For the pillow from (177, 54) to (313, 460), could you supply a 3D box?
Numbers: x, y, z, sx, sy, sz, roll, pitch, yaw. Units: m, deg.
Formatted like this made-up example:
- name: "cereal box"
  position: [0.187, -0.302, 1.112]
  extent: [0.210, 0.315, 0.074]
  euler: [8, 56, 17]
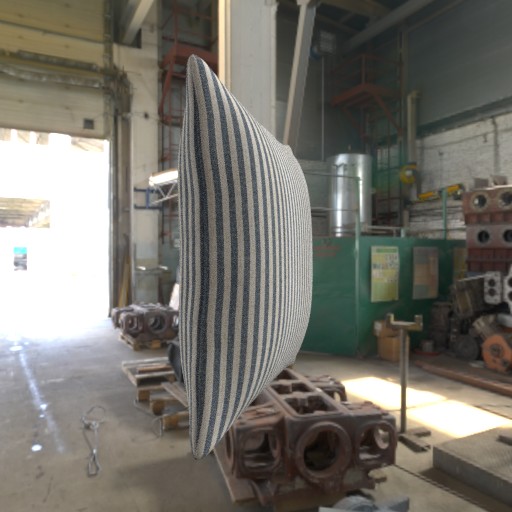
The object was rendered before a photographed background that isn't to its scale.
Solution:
- name: "pillow"
  position: [0.000, 0.000, 0.792]
  extent: [0.166, 0.510, 0.523]
  euler: [0, 1, 17]
